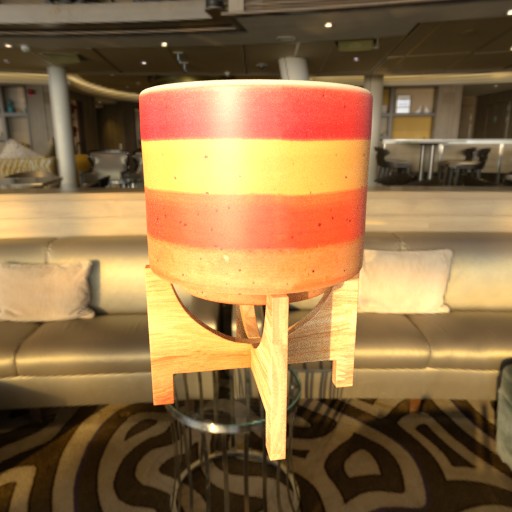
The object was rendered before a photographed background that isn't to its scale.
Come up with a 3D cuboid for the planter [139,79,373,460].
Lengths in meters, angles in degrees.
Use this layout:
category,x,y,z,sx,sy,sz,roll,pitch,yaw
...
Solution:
category,x,y,z,sx,sy,sz,roll,pitch,yaw
planter,0.000,0.000,0.550,0.269,0.379,0.269,0,14,0
